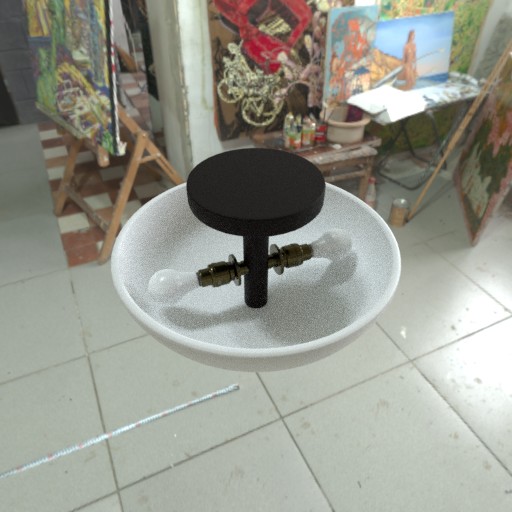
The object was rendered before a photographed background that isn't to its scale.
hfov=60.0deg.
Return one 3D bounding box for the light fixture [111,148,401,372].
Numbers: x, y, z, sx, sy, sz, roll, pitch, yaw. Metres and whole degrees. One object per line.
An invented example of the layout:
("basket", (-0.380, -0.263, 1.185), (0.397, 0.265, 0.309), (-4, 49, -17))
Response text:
("light fixture", (0.000, 0.000, 0.534), (0.331, 0.212, 0.331), (0, 40, 0))
